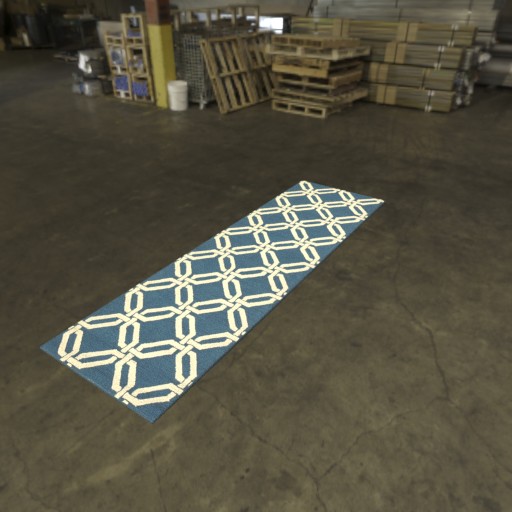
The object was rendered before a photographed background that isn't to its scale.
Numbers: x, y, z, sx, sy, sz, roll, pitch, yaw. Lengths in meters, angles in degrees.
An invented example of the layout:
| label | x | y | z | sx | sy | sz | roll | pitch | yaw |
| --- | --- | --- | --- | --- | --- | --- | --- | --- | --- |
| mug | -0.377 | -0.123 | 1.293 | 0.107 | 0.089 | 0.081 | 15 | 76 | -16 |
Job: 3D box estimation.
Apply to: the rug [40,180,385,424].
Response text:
| label | x | y | z | sx | sy | sz | roll | pitch | yaw |
| --- | --- | --- | --- | --- | --- | --- | --- | --- | --- |
| rug | 0.000 | 0.000 | 2.523 | 0.678 | 0.014 | 2.276 | 20 | 37 | 29 |
